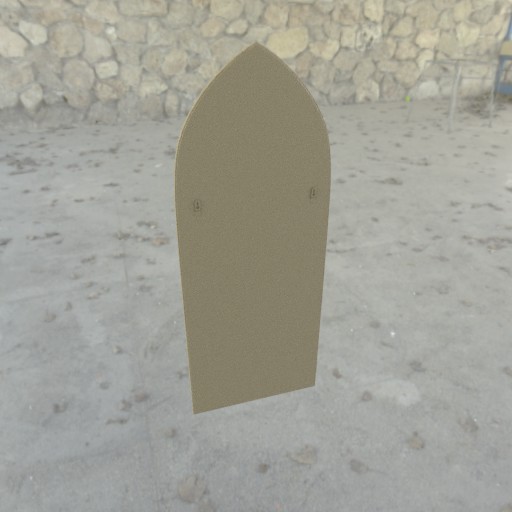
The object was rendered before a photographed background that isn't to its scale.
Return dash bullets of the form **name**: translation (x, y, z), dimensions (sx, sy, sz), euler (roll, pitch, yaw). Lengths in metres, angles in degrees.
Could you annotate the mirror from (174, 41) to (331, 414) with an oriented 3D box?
- **mirror**: translation (0.000, 0.000, 1.348), dimensions (0.464, 1.175, 0.025), euler (-8, 29, -15)
